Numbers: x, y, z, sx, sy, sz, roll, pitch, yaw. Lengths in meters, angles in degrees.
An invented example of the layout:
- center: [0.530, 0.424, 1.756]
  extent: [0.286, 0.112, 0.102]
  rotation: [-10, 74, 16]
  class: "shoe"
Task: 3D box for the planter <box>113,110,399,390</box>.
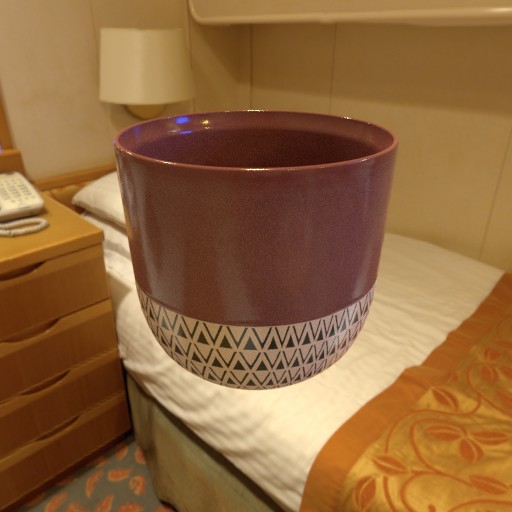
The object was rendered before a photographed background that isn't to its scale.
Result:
- center: [0.000, 0.000, 0.488]
  extent: [0.266, 0.270, 0.266]
  rotation: [0, 27, 0]
  class: "planter"
